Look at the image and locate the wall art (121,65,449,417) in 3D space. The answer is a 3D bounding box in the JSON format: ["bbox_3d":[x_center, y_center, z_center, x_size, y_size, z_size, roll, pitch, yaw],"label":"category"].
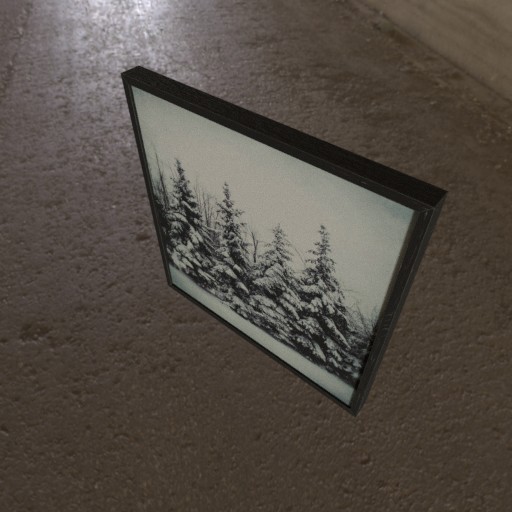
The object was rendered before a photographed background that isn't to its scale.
[{"bbox_3d":[0.000,0.000,0.760,0.506,0.506,0.036,30,53,26],"label":"wall art"}]
